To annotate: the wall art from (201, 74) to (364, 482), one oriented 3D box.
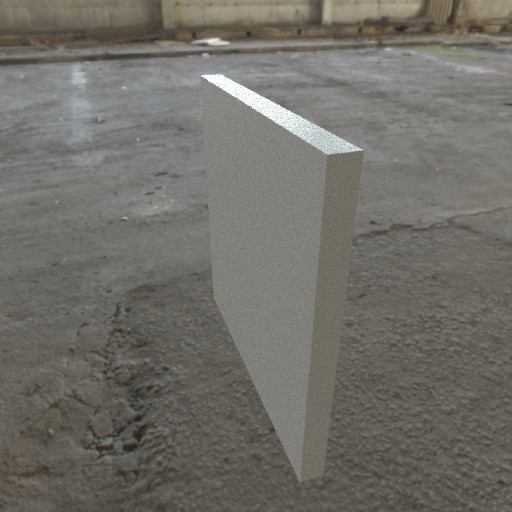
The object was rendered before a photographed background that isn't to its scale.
[{"bbox_3d":[0.000,0.000,0.527,0.027,0.355,0.355,-10,32,-17],"label":"wall art"}]
